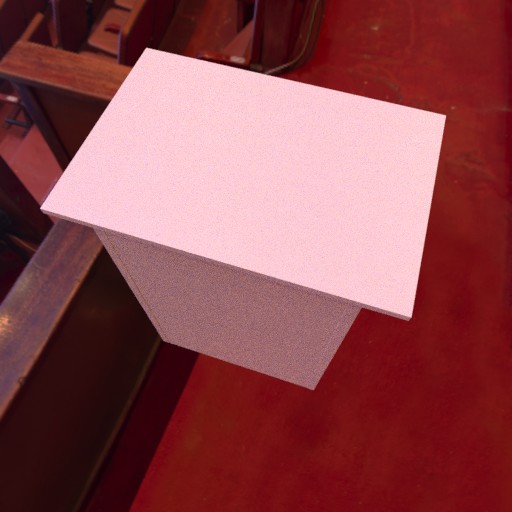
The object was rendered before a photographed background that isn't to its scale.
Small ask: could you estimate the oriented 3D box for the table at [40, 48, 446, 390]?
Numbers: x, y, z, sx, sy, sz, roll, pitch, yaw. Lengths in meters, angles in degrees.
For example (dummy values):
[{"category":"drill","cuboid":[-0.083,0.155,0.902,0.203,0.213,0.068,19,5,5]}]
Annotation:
[{"category":"table","cuboid":[0.000,0.000,1.066,0.589,0.711,0.406,16,63,8]}]
